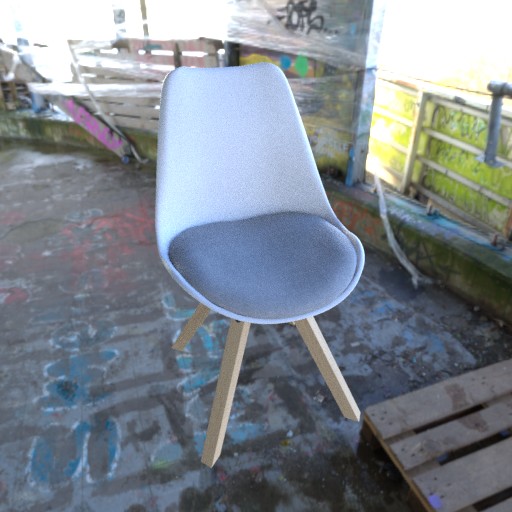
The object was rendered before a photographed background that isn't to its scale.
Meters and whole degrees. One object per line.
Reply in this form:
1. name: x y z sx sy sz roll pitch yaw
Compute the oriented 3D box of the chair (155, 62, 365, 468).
1. chair: 0.000 0.000 1.147 0.485 0.850 0.550 -10 33 -16
